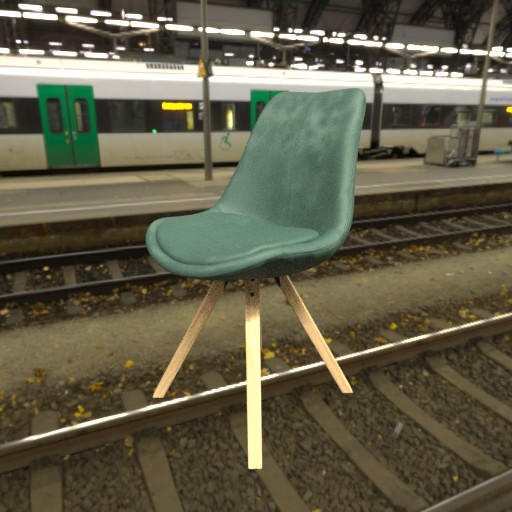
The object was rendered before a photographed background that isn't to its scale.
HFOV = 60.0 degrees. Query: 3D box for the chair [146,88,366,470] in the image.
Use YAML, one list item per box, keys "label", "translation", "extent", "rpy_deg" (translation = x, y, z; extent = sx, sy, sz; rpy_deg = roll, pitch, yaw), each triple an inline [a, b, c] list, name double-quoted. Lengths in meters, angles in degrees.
- label: "chair"
  translation: [0.000, 0.000, 1.201]
  extent: [0.483, 0.865, 0.547]
  rpy_deg: [16, 23, 42]
